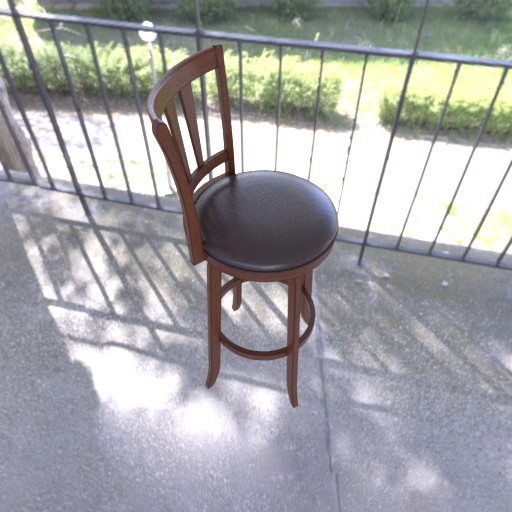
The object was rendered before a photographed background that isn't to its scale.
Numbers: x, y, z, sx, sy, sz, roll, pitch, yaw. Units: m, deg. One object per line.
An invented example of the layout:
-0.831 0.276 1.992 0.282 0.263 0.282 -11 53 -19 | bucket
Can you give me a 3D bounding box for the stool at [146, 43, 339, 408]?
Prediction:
0.000 0.000 1.477 0.503 1.177 0.464 10 47 9 | stool
